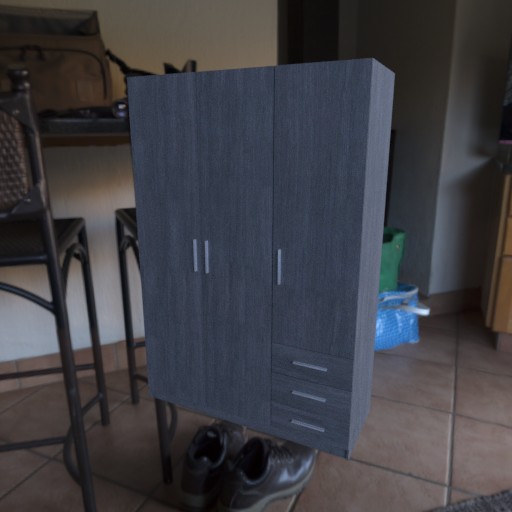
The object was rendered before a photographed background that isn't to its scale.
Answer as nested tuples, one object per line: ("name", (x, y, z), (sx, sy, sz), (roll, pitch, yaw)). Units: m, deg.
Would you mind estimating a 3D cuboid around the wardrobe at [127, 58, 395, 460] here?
("wardrobe", (0.000, 0.000, 2.508), (1.290, 1.910, 0.510), (7, 16, 26))
